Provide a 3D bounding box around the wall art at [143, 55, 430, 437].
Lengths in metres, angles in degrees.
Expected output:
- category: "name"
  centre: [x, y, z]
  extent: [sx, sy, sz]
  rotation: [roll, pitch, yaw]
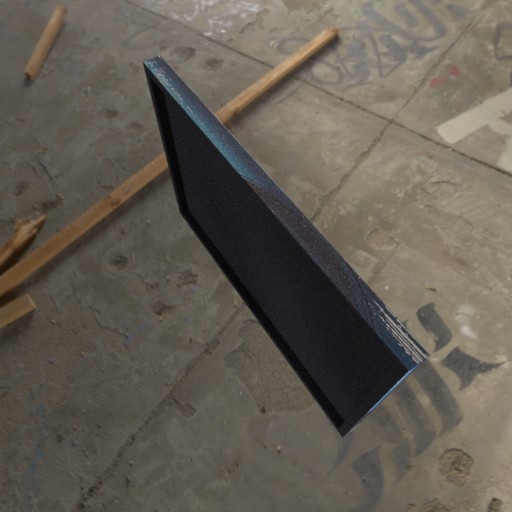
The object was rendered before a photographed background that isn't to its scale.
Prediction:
- category: "wall art"
  centre: [0.000, 0.000, 0.764]
  extent: [0.033, 0.406, 0.609]
  rotation: [-30, 63, -17]
